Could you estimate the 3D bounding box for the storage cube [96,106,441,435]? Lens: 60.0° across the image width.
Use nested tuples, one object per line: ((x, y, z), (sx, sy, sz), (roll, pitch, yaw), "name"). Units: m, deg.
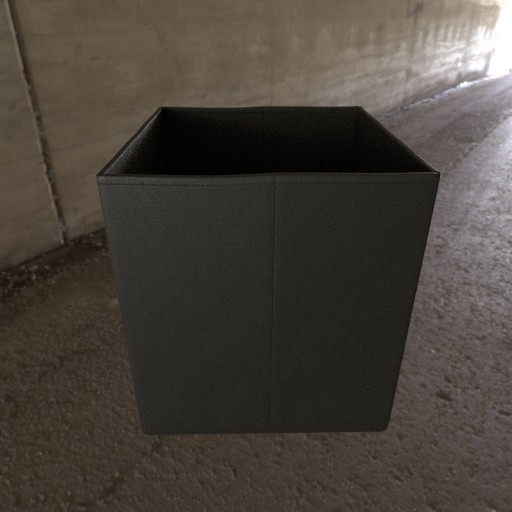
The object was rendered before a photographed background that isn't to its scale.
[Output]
((0.000, 0.000, 0.503), (0.270, 0.280, 0.270), (0, 29, -1), "storage cube")
